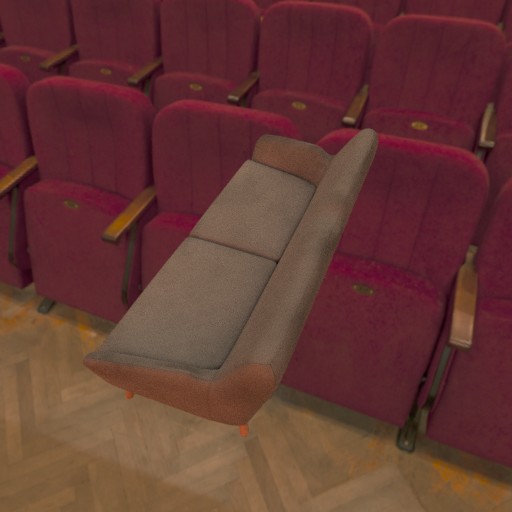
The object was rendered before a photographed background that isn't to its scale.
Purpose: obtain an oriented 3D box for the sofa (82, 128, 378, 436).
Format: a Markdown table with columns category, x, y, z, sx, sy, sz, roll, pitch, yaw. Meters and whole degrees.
| category | x | y | z | sx | sy | sz | roll | pitch | yaw |
| --- | --- | --- | --- | --- | --- | --- | --- | --- | --- |
| sofa | 0.000 | 0.000 | 2.345 | 0.850 | 0.810 | 1.870 | 16 | 47 | 16 |
